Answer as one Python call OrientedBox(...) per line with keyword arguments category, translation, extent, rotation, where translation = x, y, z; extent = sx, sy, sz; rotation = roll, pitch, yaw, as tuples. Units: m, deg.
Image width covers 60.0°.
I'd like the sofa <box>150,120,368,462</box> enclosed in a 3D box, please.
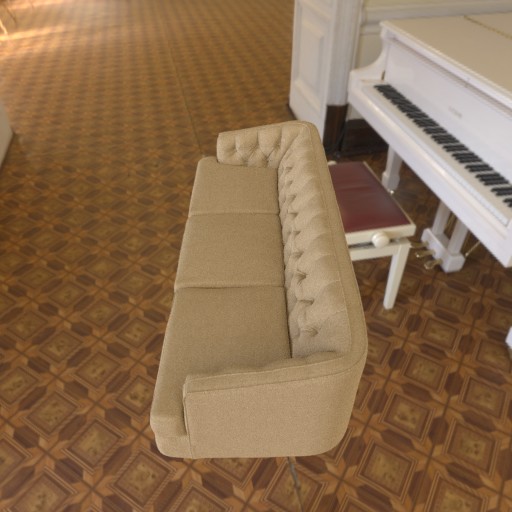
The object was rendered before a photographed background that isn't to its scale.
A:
OrientedBox(category="sofa", translation=(0.000, 0.000, 2.685), extent=(0.913, 0.788, 2.235), rotation=(0, 41, 0))
